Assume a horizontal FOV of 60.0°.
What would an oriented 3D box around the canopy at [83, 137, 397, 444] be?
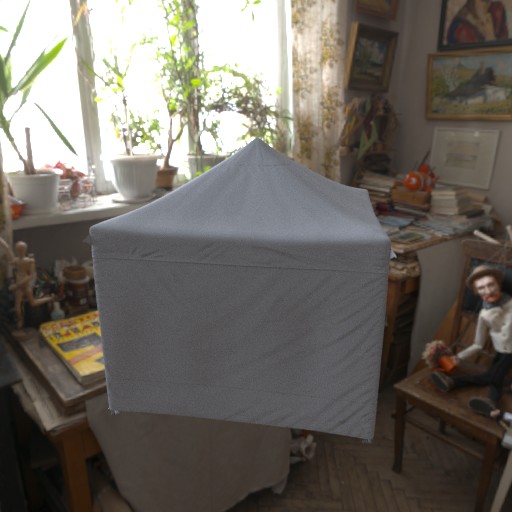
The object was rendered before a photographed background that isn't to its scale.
[{"bbox_3d":[0.000,0.000,5.790,3.043,2.997,3.121,3,18,9],"label":"canopy"}]
